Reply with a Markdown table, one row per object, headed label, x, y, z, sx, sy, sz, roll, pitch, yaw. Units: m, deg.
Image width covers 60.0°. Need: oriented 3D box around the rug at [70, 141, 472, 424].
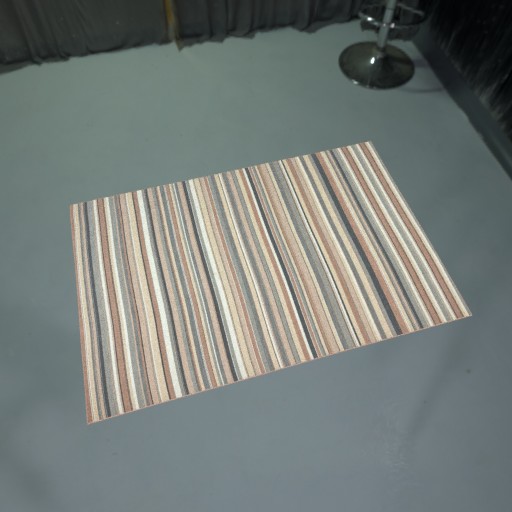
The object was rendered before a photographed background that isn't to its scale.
| label | x | y | z | sx | sy | sz | roll | pitch | yaw |
| --- | --- | --- | --- | --- | --- | --- | --- | --- | --- |
| rug | 0.000 | 0.000 | 2.313 | 1.829 | 0.008 | 1.219 | -14 | 59 | -8 |
